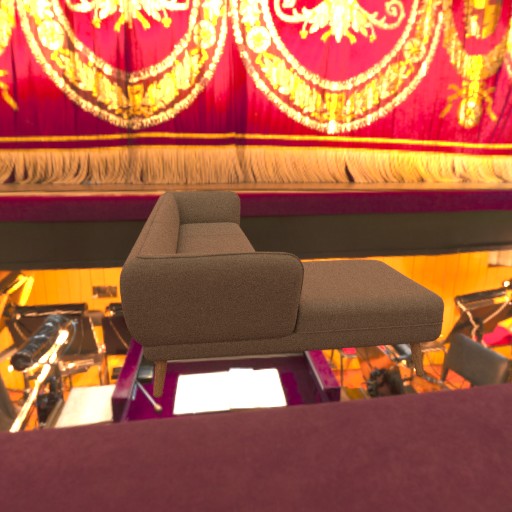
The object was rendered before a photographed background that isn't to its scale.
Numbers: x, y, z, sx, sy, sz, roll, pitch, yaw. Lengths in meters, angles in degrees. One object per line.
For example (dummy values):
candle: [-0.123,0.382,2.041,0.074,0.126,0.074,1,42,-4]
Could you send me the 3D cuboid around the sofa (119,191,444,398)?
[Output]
sofa: [0.000,0.000,3.221,1.532,0.693,2.653,-2,14,-8]
